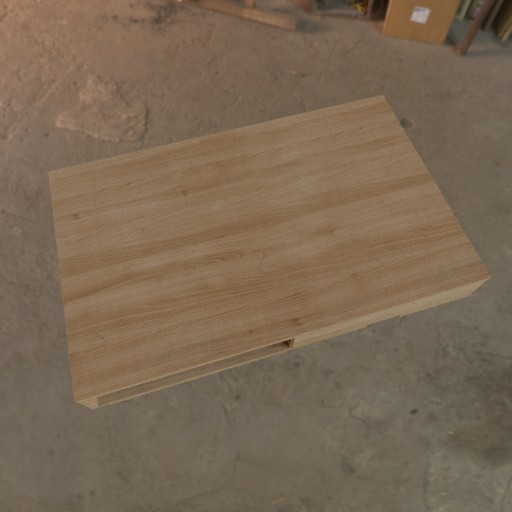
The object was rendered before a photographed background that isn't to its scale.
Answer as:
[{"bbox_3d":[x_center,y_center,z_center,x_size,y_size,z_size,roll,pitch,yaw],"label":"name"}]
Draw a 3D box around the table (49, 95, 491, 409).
[{"bbox_3d":[0.000,0.000,1.457,1.100,0.440,0.700,-15,64,-8],"label":"table"}]
